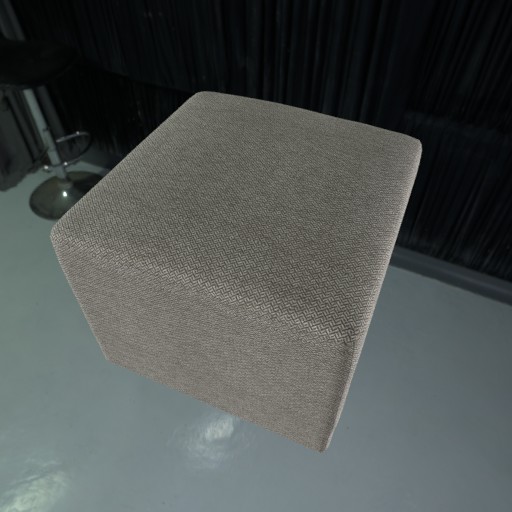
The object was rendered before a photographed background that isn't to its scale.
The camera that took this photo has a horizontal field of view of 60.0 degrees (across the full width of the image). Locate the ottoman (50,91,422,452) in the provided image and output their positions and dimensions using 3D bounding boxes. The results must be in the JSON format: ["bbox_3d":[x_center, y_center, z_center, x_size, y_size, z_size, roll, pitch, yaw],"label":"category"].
[{"bbox_3d":[0.000,0.000,0.918,0.512,0.453,0.519,18,50,16],"label":"ottoman"}]
